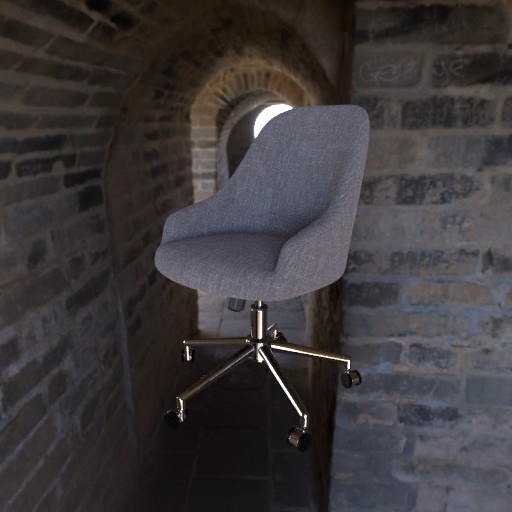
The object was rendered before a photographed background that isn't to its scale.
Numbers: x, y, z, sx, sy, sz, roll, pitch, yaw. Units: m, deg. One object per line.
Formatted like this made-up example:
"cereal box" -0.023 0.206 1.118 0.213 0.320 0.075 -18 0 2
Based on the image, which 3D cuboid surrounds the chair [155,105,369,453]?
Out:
"chair" 0.000 0.000 1.439 0.671 0.950 0.712 15 21 42
